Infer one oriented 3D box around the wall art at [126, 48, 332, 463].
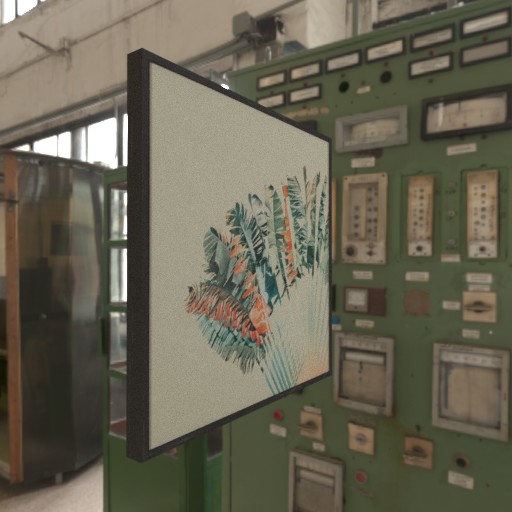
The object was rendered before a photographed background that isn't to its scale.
[{"bbox_3d":[0.000,0.000,1.129,0.043,0.758,0.762,0,0,36],"label":"wall art"}]
